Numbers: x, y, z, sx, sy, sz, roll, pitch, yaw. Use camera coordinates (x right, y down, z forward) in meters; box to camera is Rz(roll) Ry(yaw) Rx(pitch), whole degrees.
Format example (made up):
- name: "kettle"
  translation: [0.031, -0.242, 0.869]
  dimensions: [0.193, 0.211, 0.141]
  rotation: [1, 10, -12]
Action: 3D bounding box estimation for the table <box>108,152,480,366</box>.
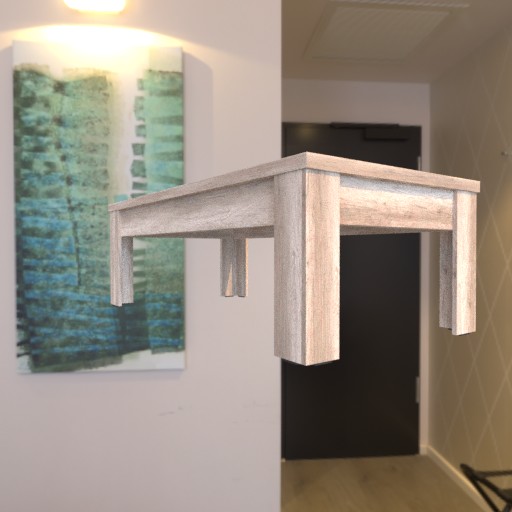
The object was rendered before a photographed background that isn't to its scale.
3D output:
- name: "table"
  translation: [0.000, 0.000, 1.688]
  dimensions: [0.700, 0.460, 1.350]
  rotation: [-1, 1, -35]
